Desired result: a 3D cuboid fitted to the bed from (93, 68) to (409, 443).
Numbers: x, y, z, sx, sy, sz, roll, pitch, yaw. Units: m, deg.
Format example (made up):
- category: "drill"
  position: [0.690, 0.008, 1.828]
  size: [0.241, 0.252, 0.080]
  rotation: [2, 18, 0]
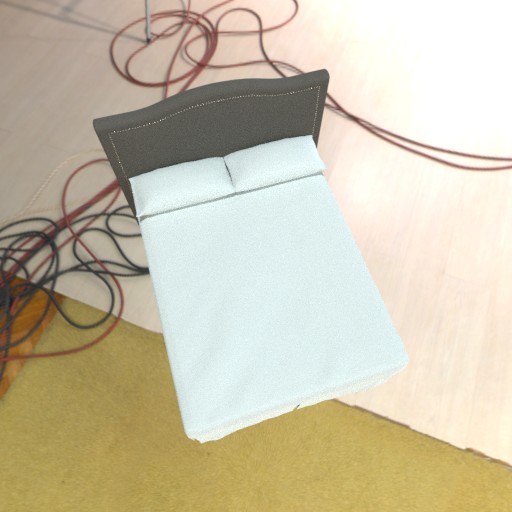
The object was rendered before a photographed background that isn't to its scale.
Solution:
- category: "bed"
  position: [0.000, 0.000, 3.139]
  size: [1.666, 1.387, 2.036]
  rotation: [-15, 64, -8]
